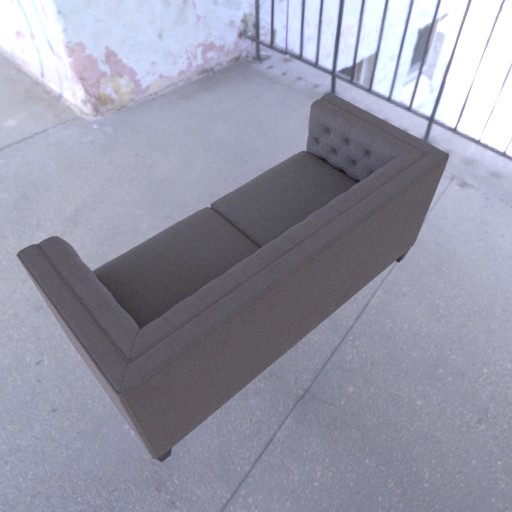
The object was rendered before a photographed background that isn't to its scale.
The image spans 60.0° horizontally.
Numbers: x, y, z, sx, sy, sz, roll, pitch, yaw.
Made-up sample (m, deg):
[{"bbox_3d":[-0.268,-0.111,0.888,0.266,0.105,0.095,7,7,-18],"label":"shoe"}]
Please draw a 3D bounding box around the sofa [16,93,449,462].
[{"bbox_3d":[0.000,0.000,2.167,1.778,0.762,0.775,-34,57,-26],"label":"sofa"}]
